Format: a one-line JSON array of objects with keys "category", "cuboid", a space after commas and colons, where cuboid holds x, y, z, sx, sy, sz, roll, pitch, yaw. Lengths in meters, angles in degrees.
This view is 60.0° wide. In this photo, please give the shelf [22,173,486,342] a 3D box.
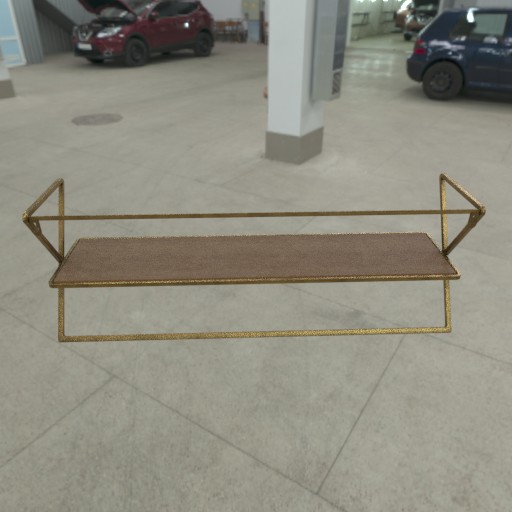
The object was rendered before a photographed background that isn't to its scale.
[{"category": "shelf", "cuboid": [0.000, 0.000, 0.735, 0.645, 0.229, 0.150, -1, 30, -2]}]
